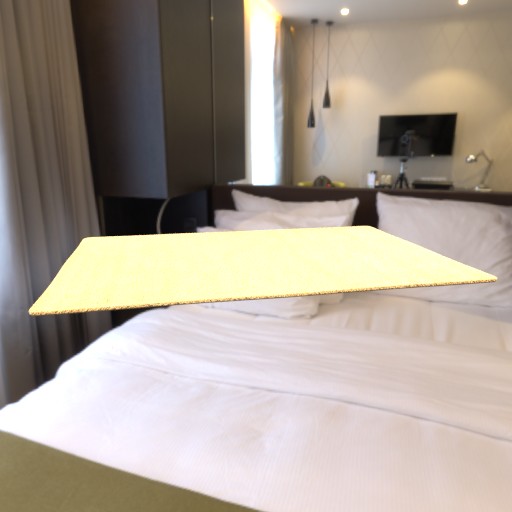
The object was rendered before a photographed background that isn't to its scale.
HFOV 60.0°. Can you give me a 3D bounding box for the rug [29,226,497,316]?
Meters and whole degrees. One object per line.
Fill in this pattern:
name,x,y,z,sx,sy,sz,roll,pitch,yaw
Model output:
rug,0.000,0.000,3.313,2.698,0.025,1.798,-3,15,-12
